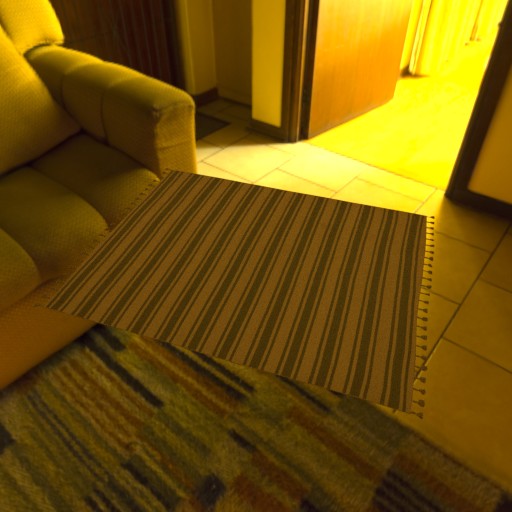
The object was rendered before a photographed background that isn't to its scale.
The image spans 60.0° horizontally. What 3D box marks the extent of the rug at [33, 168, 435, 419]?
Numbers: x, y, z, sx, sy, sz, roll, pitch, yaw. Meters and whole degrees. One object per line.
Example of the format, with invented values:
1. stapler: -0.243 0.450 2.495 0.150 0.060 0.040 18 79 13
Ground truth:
1. rug: 0.000 0.000 4.213 3.201 0.005 2.439 13 42 14
